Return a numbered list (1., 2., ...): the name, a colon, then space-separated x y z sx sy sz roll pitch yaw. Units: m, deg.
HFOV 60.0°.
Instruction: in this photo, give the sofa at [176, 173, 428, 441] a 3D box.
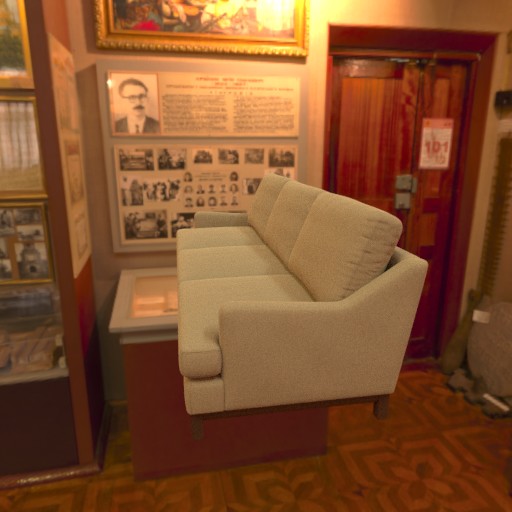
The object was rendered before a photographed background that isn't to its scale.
1. sofa: 0.000 0.000 2.825 1.000 0.913 2.321 -3 15 -10
